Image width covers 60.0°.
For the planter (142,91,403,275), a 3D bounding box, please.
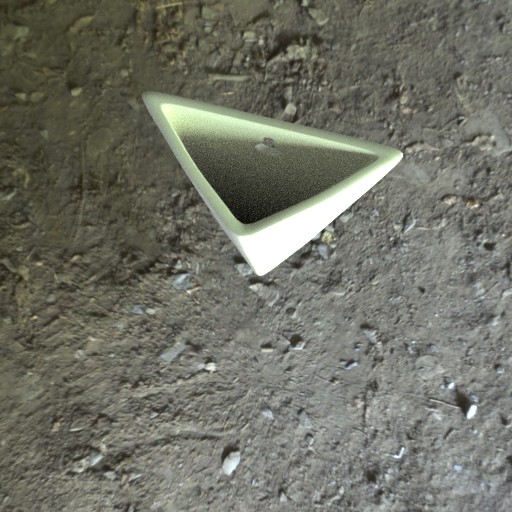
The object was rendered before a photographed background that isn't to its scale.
[{"bbox_3d":[0.000,0.000,0.389,0.143,0.338,0.065,14,76,4],"label":"planter"}]
